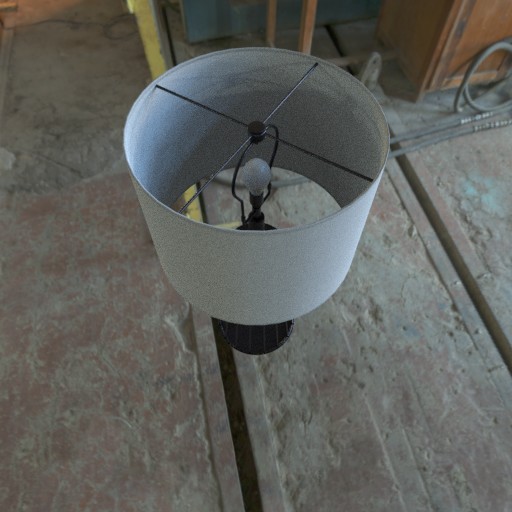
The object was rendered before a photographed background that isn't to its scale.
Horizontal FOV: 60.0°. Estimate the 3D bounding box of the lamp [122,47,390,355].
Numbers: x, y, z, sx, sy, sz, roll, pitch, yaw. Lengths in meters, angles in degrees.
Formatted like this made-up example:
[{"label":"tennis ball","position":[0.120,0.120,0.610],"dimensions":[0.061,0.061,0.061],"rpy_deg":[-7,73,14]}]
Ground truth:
[{"label":"lamp","position":[0.000,0.000,0.789],"dimensions":[0.322,0.593,0.322],"rpy_deg":[28,62,17]}]
